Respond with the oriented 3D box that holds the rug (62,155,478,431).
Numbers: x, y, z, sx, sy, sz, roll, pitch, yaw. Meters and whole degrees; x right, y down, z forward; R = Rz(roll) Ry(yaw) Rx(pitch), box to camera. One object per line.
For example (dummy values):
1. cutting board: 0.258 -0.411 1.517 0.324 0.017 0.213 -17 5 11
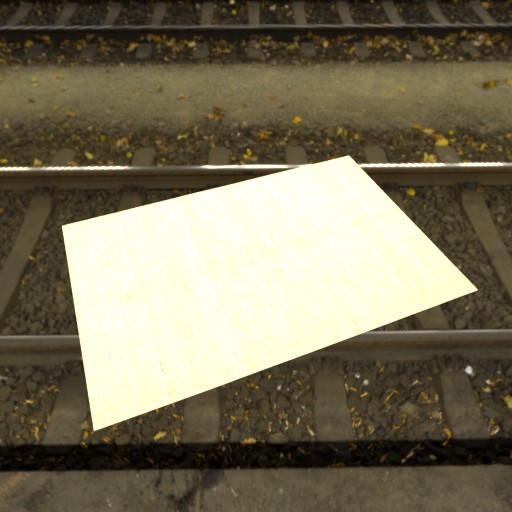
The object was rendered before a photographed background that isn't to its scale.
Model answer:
1. rug: 0.000 0.000 2.340 1.850 0.015 1.250 -16 49 -15
